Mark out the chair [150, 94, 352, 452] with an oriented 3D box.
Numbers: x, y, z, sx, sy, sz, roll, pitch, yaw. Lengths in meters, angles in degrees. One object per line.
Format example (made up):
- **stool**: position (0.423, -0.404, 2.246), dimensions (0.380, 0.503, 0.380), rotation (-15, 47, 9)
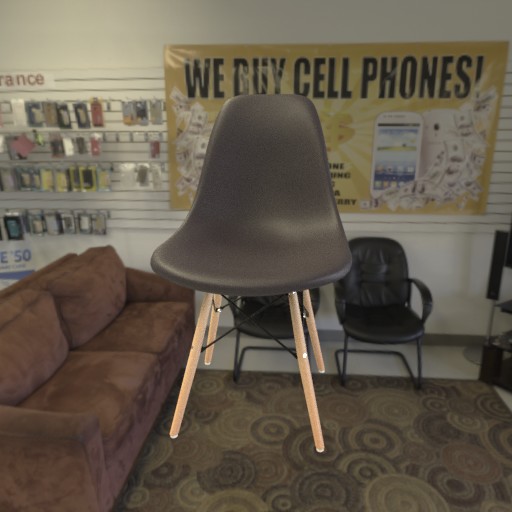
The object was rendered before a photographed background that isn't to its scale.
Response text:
- **chair**: position (0.000, 0.000, 1.141), dimensions (0.470, 0.825, 0.533), rotation (2, 16, 8)
